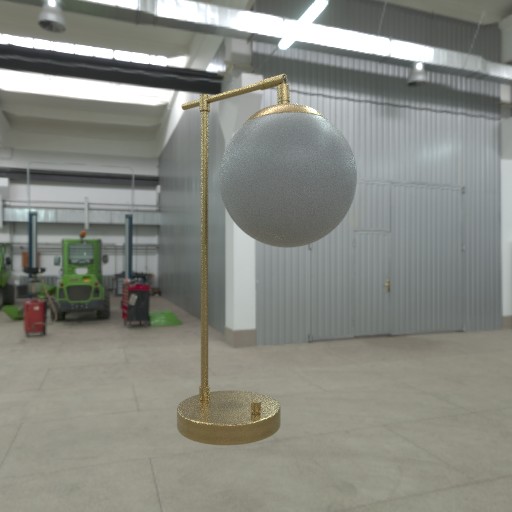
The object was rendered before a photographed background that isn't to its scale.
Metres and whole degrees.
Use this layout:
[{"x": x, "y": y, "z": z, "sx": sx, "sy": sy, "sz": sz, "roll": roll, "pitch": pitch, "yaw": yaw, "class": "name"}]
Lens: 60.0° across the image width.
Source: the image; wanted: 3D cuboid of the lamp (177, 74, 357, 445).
[{"x": 0.000, "y": 0.000, "z": 0.706, "sx": 0.324, "sy": 0.559, "sz": 0.207, "roll": 0, "pitch": 0, "yaw": 36, "class": "lamp"}]
